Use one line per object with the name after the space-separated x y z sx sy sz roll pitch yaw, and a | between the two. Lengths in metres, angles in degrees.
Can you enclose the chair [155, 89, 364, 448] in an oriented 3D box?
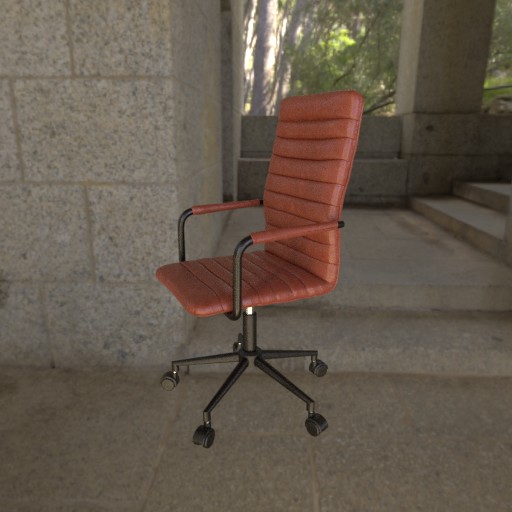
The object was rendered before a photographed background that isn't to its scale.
0.000 0.000 1.398 0.580 0.979 0.608 -8 17 -26 | chair
